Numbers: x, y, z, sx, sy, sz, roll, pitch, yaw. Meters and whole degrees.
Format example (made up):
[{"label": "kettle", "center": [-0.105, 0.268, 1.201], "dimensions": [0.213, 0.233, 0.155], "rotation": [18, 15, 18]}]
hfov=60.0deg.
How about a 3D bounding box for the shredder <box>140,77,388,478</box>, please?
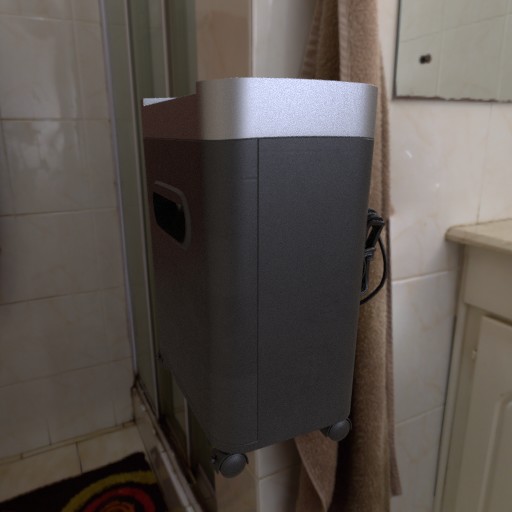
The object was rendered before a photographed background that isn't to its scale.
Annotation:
[{"label": "shredder", "center": [0.000, 0.000, 0.599], "dimensions": [0.237, 0.419, 0.311], "rotation": [-7, 17, -24]}]
